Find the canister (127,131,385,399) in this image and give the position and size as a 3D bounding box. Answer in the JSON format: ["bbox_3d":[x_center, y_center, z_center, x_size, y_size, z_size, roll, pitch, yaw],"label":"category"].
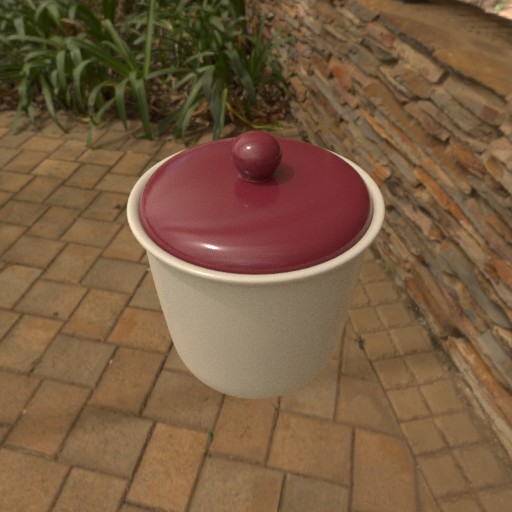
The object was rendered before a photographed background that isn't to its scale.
[{"bbox_3d":[0.000,0.000,0.357,0.182,0.208,0.182,0,40,0],"label":"canister"}]
